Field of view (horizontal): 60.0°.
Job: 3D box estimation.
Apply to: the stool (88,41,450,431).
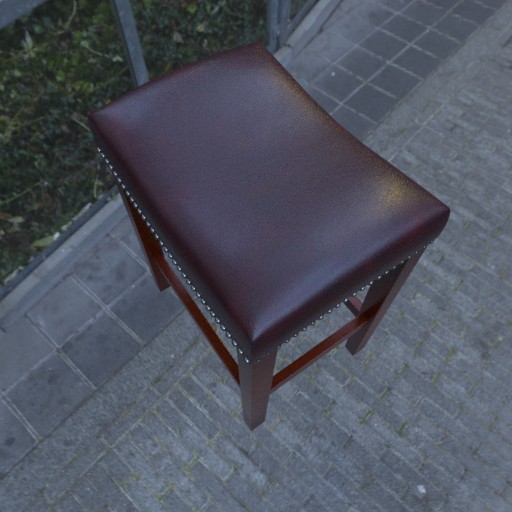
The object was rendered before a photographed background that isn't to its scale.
[{"bbox_3d":[0.000,0.000,0.954,0.372,0.657,0.504,-31,64,-17],"label":"stool"}]
